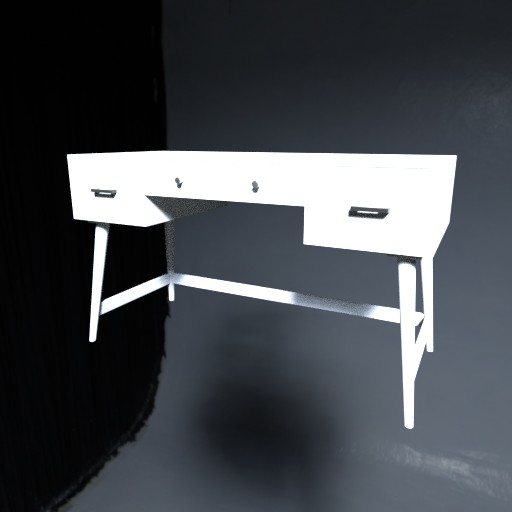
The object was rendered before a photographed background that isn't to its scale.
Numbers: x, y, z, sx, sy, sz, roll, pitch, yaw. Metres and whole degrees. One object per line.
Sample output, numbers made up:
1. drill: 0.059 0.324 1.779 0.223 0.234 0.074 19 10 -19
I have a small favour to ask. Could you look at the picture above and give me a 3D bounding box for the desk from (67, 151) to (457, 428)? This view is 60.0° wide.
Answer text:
1. desk: 0.000 0.000 1.718 1.313 0.762 0.589 7 16 26
